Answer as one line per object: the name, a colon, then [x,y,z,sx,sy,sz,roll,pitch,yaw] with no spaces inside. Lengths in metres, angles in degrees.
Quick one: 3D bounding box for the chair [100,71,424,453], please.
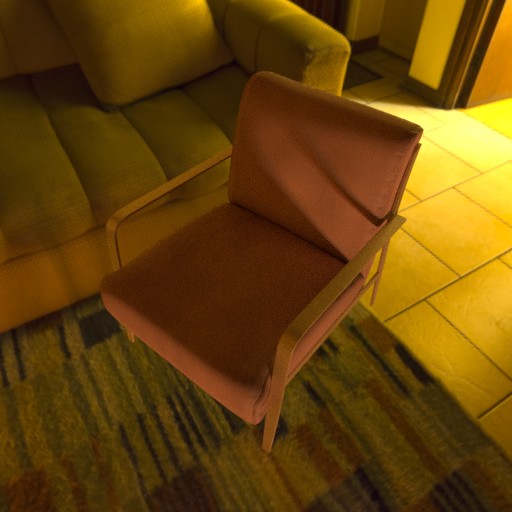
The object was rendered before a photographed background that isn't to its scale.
chair: [0.000,0.000,1.480,0.701,0.823,0.848,30,54,25]
